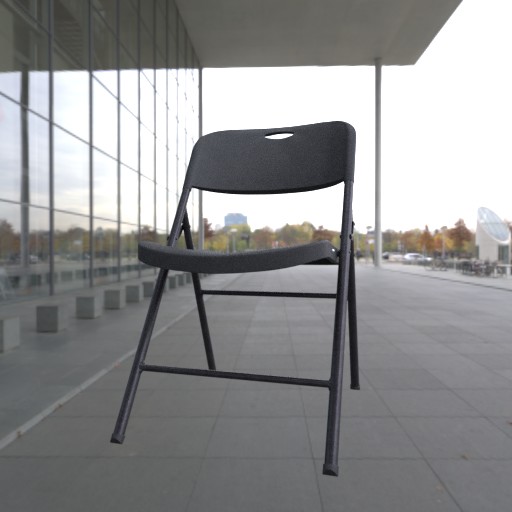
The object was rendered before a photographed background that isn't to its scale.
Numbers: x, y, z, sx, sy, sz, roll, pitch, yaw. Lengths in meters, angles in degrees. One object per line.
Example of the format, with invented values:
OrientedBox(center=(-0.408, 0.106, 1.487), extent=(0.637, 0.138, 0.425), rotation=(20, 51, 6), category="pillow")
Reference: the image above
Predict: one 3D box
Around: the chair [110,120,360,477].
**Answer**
OrientedBox(center=(0.000, 0.000, 1.150), extent=(0.494, 0.810, 0.567), rotation=(0, 1, 17), category="chair")
